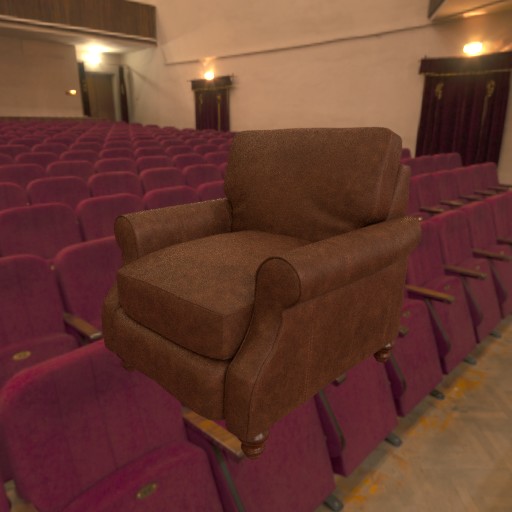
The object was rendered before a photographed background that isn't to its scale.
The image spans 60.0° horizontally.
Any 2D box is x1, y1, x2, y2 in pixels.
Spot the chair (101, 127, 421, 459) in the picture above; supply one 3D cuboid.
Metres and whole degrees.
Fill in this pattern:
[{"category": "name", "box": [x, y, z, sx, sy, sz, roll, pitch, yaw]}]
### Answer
[{"category": "chair", "box": [0.000, 0.000, 1.745, 0.996, 0.976, 1.002, 15, 22, 42]}]
